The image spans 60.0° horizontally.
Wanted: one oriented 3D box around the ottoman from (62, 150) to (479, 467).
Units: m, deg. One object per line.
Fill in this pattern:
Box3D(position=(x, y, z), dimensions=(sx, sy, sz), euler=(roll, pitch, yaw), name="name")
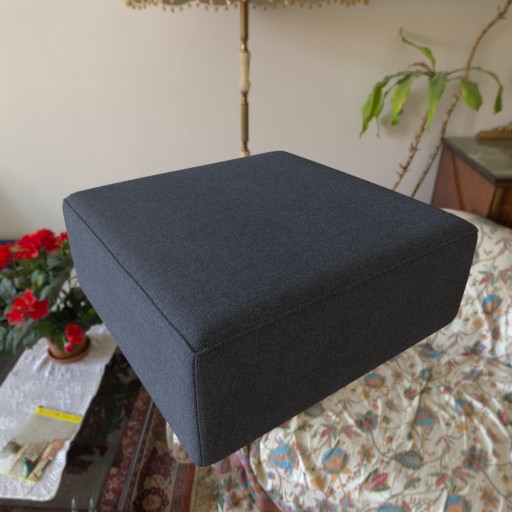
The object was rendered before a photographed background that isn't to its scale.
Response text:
Box3D(position=(0.000, 0.000, 1.511), dimensions=(1.000, 0.439, 1.000), euler=(-19, 35, -30), name="ottoman")
